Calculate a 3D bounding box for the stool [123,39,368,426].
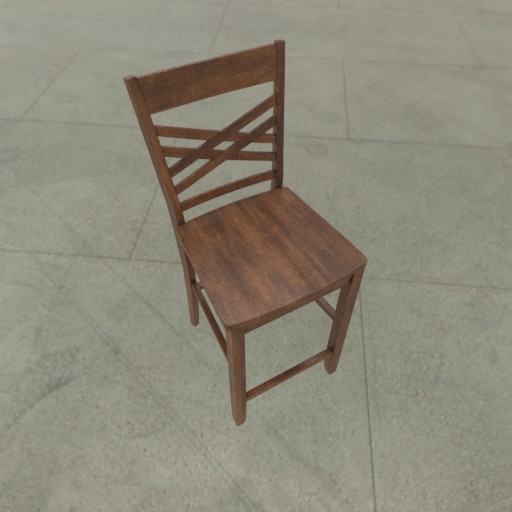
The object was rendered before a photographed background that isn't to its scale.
[{"bbox_3d":[0.000,0.000,1.415,0.462,1.079,0.539,-23,52,-19],"label":"stool"}]
